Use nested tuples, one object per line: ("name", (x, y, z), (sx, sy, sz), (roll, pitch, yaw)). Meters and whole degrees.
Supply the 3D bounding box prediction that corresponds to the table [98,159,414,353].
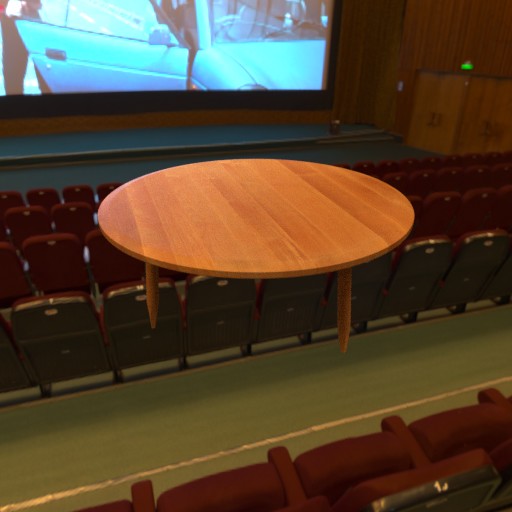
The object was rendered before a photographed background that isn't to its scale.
("table", (0.000, 0.000, 1.410), (0.900, 0.400, 0.900), (0, 27, 0))
